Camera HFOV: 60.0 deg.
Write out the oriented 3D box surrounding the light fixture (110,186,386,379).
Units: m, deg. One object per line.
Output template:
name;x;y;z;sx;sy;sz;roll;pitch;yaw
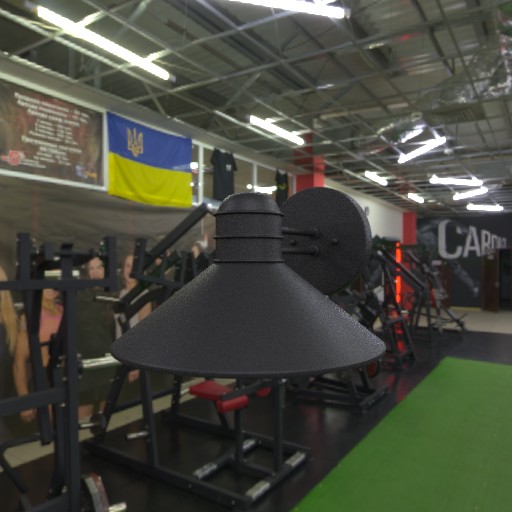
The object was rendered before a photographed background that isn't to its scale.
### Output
light fixture;0.000;0.000;0.684;0.396;0.265;0.434;0;0;35
